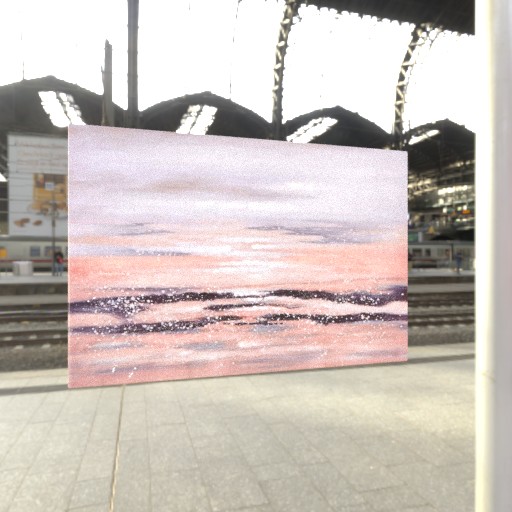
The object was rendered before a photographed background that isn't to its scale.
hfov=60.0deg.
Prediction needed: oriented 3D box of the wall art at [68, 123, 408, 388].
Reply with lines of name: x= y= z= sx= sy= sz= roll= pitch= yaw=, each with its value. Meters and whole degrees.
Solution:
wall art: x=0.000 y=0.000 z=1.169 sx=0.913 sy=0.609 sz=0.038 roll=0 pitch=0 yaw=-17
